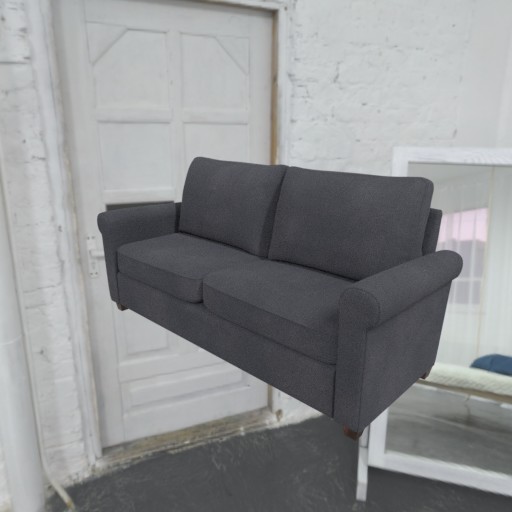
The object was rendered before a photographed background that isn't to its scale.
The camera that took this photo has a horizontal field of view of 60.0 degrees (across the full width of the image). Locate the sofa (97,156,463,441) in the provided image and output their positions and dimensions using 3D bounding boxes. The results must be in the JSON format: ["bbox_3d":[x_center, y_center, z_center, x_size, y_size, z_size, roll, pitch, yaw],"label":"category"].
[{"bbox_3d":[0.000,0.000,2.412,1.935,0.942,0.842,16,23,41],"label":"sofa"}]
